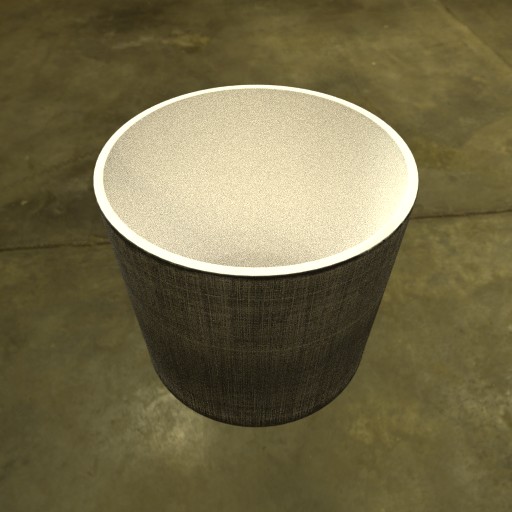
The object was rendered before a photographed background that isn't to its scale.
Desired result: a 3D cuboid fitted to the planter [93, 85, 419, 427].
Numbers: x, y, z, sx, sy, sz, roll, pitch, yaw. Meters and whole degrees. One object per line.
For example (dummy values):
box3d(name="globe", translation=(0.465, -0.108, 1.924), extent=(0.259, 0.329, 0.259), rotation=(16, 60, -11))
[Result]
box3d(name="planter", translation=(0.000, 0.000, 0.382), extent=(0.221, 0.201, 0.221), rotation=(0, 46, 0))
